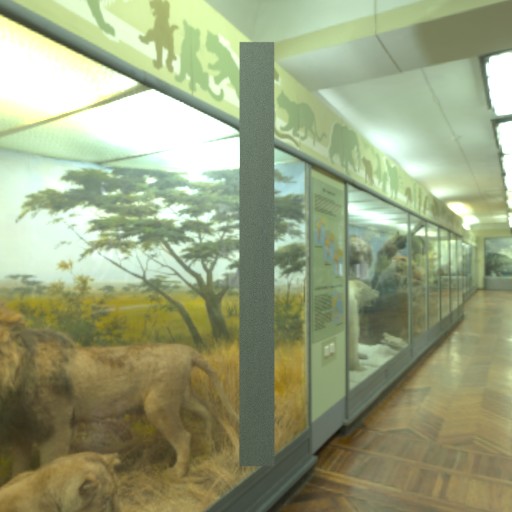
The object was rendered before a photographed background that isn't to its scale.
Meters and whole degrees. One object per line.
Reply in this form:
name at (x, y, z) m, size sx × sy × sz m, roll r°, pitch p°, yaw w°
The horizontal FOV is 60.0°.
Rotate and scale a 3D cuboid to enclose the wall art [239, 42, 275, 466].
wall art at (0.000, 0.000, 0.749) m, size 0.037 × 0.450 × 0.557 m, roll 0°, pitch -1°, yaw 0°
